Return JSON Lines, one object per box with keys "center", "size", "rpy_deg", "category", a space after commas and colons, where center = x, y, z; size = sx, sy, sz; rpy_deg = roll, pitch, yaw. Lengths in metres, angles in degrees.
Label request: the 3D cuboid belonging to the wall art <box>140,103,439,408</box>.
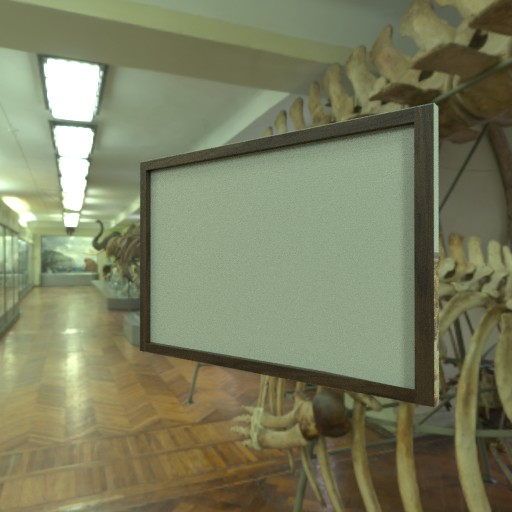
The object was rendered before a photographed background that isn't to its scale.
{"center": [0.000, 0.000, 1.948], "size": [1.520, 1.016, 0.051], "rpy_deg": [0, 0, 37], "category": "wall art"}
